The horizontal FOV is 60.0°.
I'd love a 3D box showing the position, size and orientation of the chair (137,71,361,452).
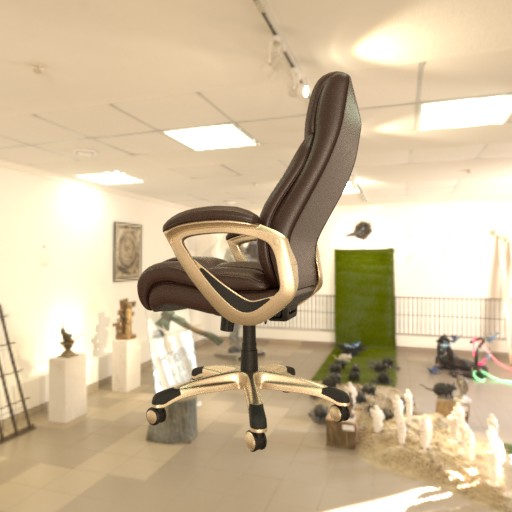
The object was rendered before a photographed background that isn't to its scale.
[{"bbox_3d":[0.000,0.000,1.677,0.749,1.194,0.692,0,-1,18],"label":"chair"}]
